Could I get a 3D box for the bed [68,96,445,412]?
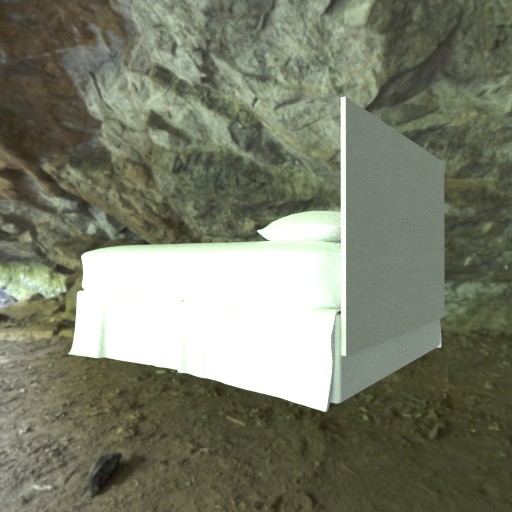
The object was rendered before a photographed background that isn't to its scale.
[{"bbox_3d":[0.000,0.000,3.114,2.094,1.335,1.745,0,-1,37],"label":"bed"}]
